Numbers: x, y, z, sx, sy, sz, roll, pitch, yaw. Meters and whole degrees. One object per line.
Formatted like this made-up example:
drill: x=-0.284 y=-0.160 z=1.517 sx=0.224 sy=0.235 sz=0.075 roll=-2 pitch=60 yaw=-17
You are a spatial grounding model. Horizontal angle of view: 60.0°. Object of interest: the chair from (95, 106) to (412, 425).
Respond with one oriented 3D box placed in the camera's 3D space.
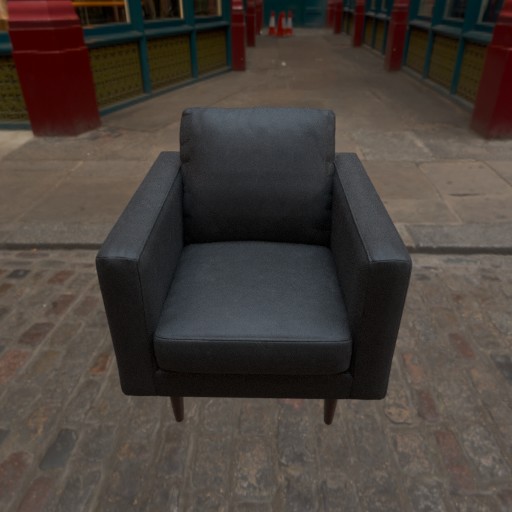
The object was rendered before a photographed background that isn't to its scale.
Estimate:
chair: x=0.000 y=0.000 z=1.580 sx=0.831 sy=0.898 sz=0.879 roll=1 pitch=31 yaw=1
